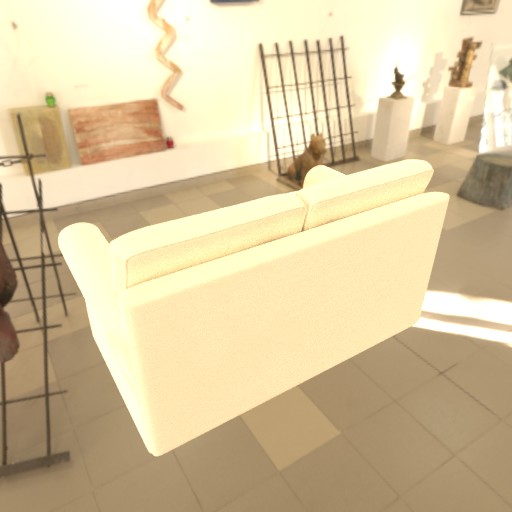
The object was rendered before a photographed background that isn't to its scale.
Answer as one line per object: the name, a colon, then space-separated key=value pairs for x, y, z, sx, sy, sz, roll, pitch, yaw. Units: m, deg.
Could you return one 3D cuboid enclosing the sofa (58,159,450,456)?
sofa: x=0.000 y=0.000 z=2.308 sx=1.727 sy=0.940 sz=0.991 roll=-18 pitch=36 yaw=-27
